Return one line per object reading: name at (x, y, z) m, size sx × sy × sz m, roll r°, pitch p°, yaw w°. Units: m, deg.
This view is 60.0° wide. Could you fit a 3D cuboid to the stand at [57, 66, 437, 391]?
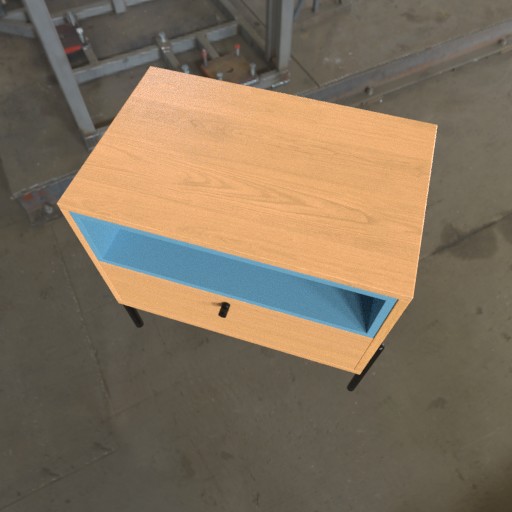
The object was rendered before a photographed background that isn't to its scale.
stand at (0.000, 0.000, 1.028) m, size 0.630 × 0.600 × 0.400 m, roll 15°, pitch 60°, yaw 9°
